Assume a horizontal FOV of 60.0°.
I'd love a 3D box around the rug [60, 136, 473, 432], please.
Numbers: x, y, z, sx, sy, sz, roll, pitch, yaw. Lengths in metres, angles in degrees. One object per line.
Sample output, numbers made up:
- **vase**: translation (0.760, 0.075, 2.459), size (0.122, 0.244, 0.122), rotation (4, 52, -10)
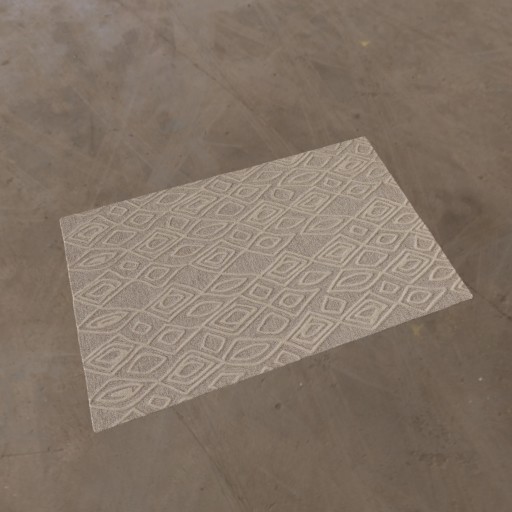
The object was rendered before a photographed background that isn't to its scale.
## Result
- **rug**: translation (0.000, 0.000, 3.012), size (2.442, 0.010, 1.546), rotation (-17, 60, -10)
